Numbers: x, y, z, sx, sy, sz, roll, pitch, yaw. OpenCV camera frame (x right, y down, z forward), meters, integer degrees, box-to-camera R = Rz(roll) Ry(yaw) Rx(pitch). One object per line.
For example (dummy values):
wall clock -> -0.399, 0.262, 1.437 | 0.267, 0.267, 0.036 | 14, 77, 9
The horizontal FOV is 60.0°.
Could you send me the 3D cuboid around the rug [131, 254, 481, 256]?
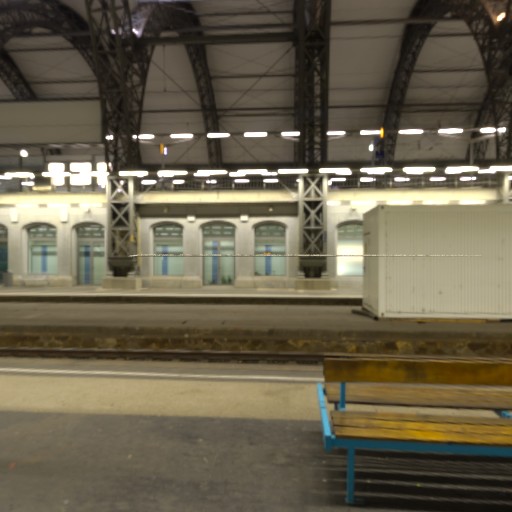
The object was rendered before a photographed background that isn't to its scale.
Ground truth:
rug -> 0.000, 0.000, 2.196 | 1.190, 0.003, 1.634 | 0, 0, -17
